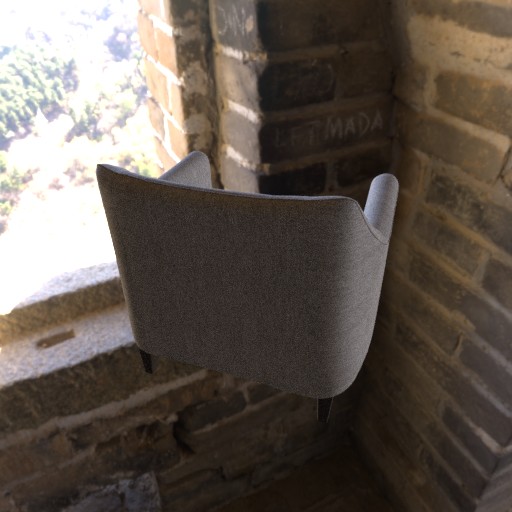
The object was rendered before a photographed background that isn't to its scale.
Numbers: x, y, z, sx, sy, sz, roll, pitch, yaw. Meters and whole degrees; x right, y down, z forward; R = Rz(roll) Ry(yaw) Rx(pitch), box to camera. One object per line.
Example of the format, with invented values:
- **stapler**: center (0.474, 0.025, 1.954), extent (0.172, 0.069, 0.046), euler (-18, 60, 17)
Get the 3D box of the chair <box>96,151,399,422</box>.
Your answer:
- **chair**: center (0.000, 0.000, 1.423), extent (0.796, 0.761, 0.758), euler (10, 34, 16)
